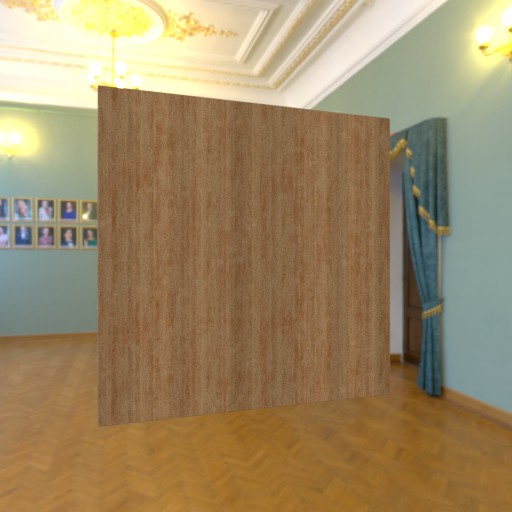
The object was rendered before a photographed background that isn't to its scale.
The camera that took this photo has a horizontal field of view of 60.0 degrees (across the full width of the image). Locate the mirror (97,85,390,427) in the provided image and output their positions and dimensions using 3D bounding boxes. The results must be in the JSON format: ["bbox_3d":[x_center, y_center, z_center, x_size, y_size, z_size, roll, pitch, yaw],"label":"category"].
[{"bbox_3d":[0.000,0.000,0.968,0.651,0.651,0.047,0,0,-18],"label":"mirror"}]
